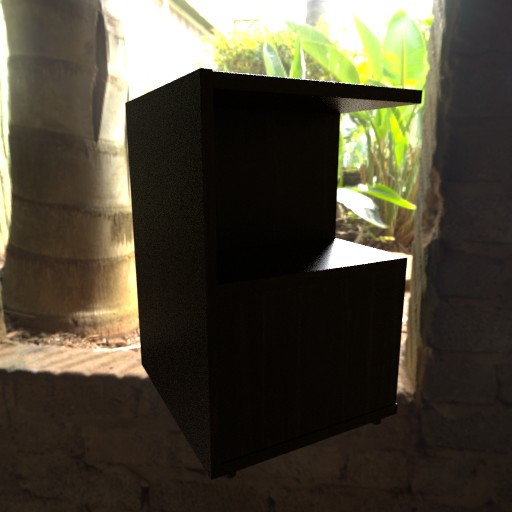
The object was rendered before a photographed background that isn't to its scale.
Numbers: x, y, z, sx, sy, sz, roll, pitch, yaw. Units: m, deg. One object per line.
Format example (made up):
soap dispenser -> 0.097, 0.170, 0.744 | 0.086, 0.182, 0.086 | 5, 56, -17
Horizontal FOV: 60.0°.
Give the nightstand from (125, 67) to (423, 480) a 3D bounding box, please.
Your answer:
nightstand -> 0.000, 0.000, 0.819 | 0.356, 0.559, 0.400 | -7, 15, -27
